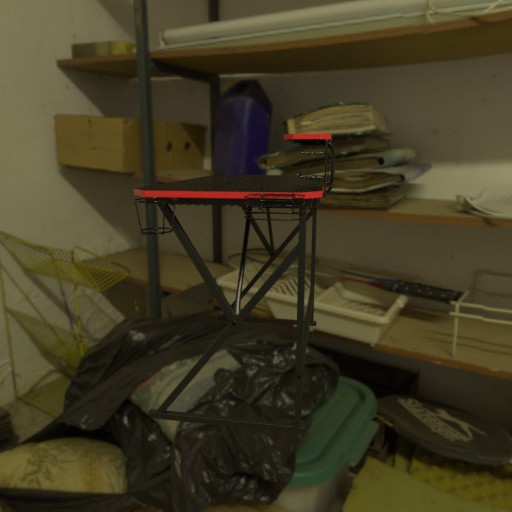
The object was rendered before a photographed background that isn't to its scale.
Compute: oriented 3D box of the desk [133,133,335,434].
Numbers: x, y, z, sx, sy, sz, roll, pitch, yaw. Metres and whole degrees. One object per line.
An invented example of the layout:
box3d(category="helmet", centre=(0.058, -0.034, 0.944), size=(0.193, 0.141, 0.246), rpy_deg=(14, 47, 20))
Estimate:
box3d(category="desk", centre=(0.000, 0.000, 1.759), size=(0.588, 0.913, 1.280), rpy_deg=(2, 13, 9))
